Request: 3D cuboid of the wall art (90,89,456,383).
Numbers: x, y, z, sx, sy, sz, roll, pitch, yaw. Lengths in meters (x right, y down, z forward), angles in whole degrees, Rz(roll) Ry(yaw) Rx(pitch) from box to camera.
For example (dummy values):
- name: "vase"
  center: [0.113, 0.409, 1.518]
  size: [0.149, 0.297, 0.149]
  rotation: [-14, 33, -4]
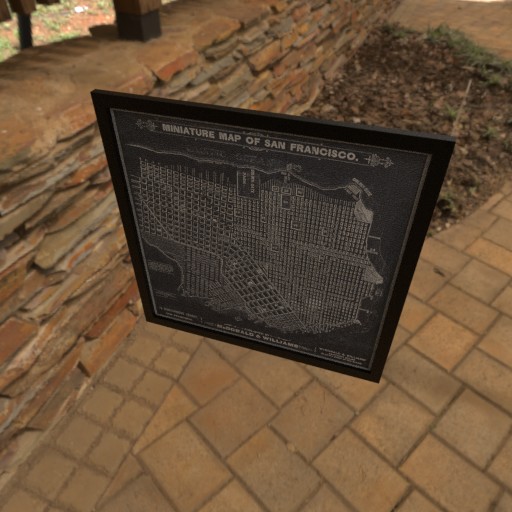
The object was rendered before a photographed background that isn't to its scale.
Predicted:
- name: "wall art"
  center: [0.000, 0.000, 0.684]
  size: [0.457, 0.458, 0.012]
  rotation: [12, 42, 14]
